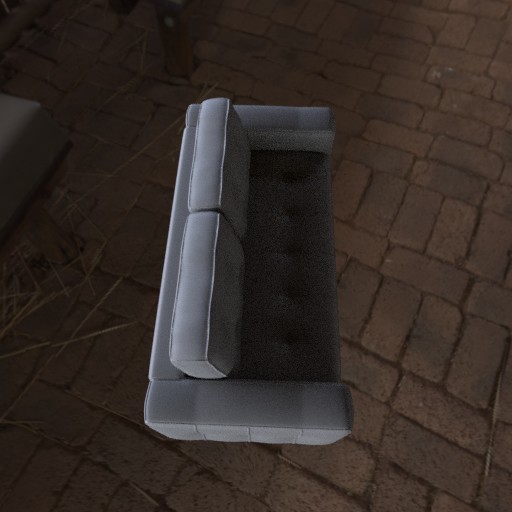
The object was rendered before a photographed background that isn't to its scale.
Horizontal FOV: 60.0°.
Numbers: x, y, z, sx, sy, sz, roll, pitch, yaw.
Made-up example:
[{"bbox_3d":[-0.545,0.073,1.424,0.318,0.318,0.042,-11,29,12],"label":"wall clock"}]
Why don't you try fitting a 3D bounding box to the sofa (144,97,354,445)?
[{"bbox_3d":[0.000,0.000,2.255,0.833,0.892,1.726,2,63,1],"label":"sofa"}]
